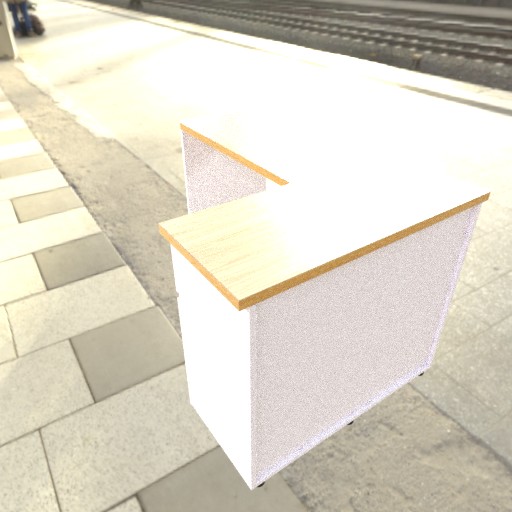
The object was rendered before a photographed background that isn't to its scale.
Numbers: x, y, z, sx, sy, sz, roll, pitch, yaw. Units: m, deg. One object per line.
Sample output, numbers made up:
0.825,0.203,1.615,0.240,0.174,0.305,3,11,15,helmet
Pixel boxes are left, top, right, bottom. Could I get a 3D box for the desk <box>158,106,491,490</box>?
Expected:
0.000,0.000,1.722,0.900,0.760,1.170,-21,39,-28,desk
